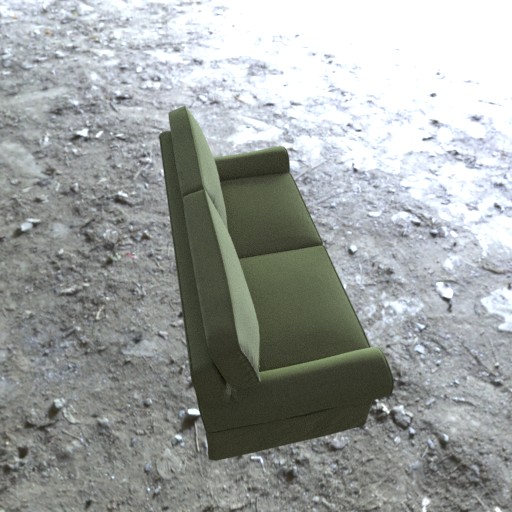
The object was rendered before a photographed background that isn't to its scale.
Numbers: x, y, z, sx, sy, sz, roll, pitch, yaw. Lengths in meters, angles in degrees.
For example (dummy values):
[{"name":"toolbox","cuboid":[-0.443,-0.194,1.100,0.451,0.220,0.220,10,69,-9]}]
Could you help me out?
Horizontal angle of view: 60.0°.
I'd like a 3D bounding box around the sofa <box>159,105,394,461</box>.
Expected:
[{"name":"sofa","cuboid":[0.000,0.000,2.417,0.841,1.024,1.823,-9,47,-9]}]
